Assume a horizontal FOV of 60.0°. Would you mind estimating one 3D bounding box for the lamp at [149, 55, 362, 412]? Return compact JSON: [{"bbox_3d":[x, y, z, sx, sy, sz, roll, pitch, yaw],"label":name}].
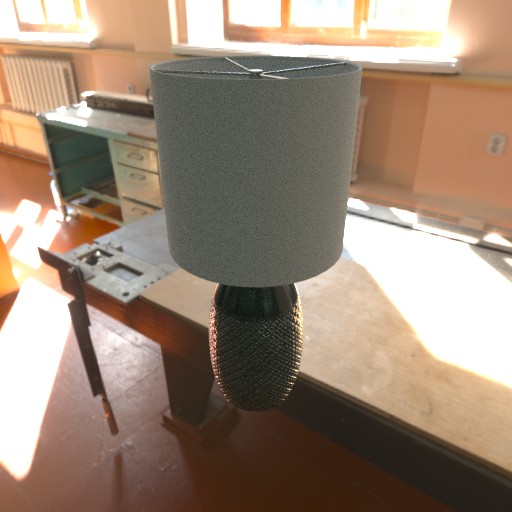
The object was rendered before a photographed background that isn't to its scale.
[{"bbox_3d":[0.000,0.000,0.569,0.217,0.453,0.217,-10,30,-17],"label":"lamp"}]
